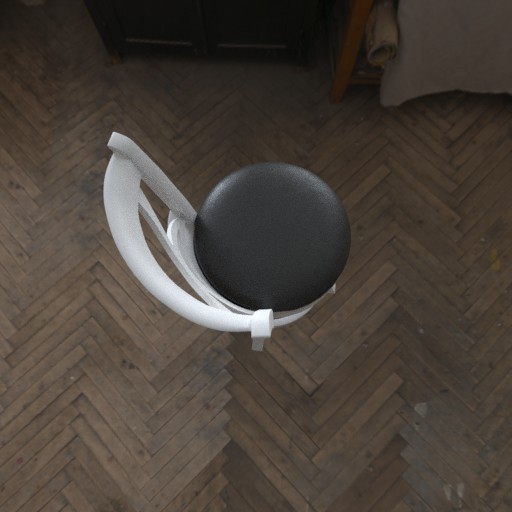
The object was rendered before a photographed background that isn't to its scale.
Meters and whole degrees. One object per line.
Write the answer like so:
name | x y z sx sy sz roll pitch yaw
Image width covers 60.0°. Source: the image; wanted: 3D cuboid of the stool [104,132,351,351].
stool | 0.000 0.000 1.202 0.508 0.953 0.444 -36 77 -10
